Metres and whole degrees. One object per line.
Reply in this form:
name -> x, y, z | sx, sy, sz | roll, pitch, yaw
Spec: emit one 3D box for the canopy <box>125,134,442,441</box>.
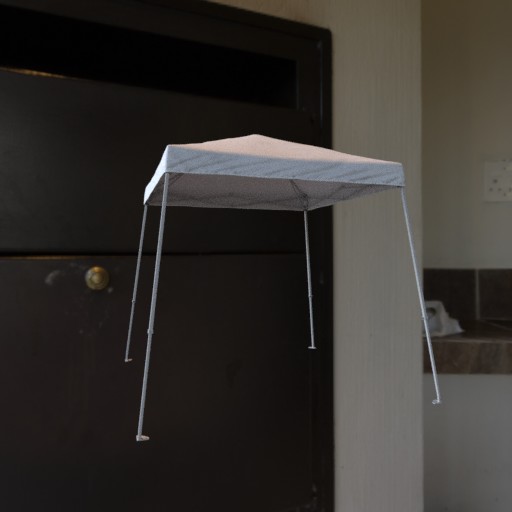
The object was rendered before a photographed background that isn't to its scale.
canopy -> 0.000, 0.000, 5.191 | 2.849, 2.849, 2.848 | 0, 0, -18
